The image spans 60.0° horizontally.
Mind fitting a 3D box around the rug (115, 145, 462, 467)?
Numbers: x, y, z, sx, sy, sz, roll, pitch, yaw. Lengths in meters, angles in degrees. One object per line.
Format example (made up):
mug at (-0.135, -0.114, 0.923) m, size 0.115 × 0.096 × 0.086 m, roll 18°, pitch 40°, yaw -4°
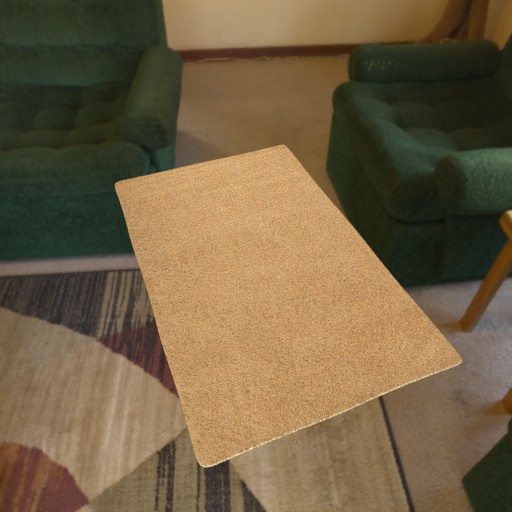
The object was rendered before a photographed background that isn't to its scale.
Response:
rug at (0.000, 0.000, 2.981) m, size 1.500 × 0.025 × 2.349 m, roll -16°, pitch 48°, yaw -15°
